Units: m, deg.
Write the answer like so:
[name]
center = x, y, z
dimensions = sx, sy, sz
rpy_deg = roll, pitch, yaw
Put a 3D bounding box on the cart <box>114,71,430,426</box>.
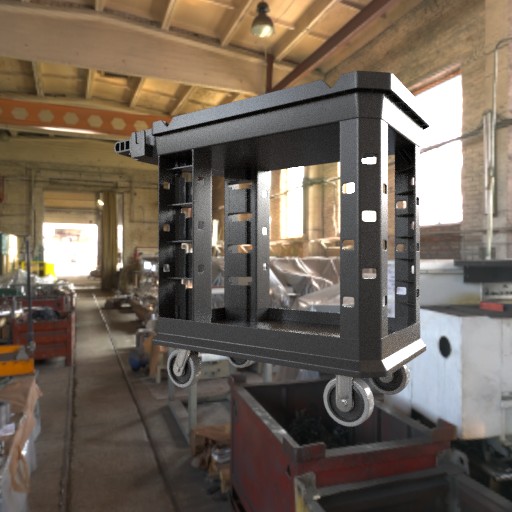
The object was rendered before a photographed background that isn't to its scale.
[cart]
center = 0.000, 0.000, 1.527
dimensions = 1.061, 0.884, 0.497
rpy_deg = 0, 0, 35
